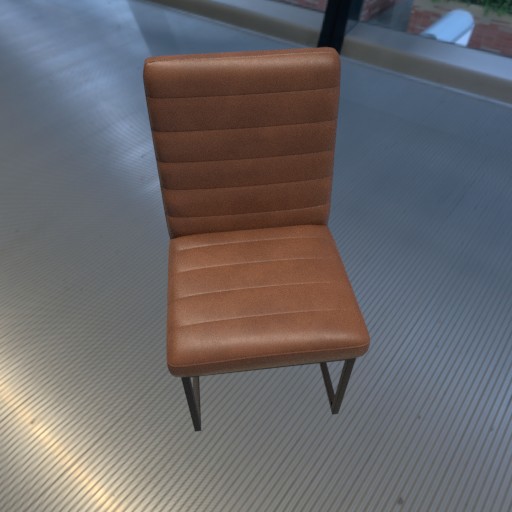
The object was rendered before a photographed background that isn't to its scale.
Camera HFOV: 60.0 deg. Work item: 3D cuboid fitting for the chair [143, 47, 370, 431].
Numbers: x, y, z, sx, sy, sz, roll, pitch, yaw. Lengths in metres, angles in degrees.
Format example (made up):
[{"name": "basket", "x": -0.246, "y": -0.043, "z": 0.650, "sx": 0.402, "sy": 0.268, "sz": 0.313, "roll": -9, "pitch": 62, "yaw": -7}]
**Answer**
[{"name": "chair", "x": 0.000, "y": 0.000, "z": 1.280, "sx": 0.520, "sy": 0.930, "sz": 0.634, "roll": -5, "pitch": 47, "yaw": -5}]
